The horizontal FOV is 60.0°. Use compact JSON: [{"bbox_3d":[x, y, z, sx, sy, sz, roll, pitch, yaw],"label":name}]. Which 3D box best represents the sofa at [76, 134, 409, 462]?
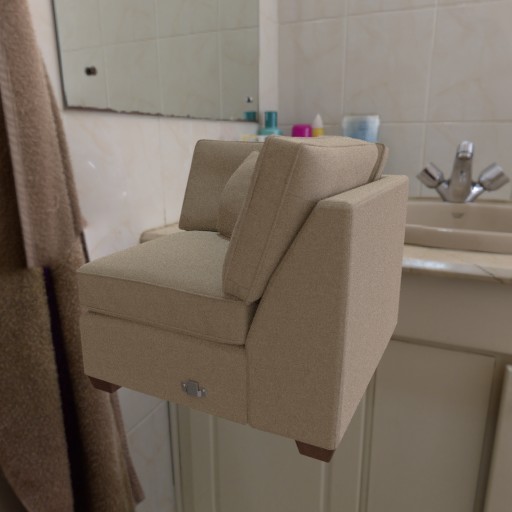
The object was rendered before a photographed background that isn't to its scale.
[{"bbox_3d":[0.000,0.000,1.923,1.084,1.002,1.146,7,16,25],"label":"sofa"}]
